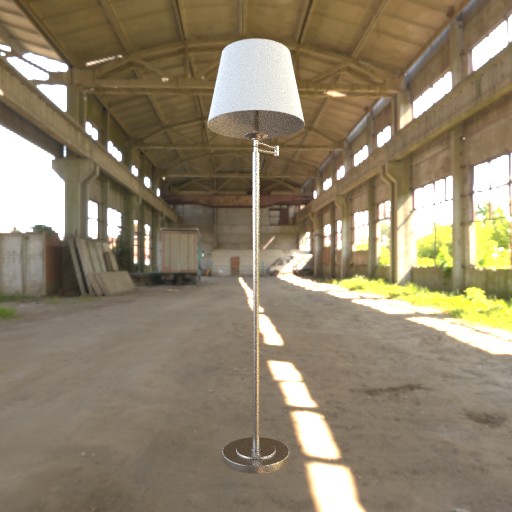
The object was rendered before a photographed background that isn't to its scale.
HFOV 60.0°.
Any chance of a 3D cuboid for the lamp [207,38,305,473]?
[{"bbox_3d":[0.000,0.000,1.624,0.355,1.473,0.355,0,0,0],"label":"lamp"}]
